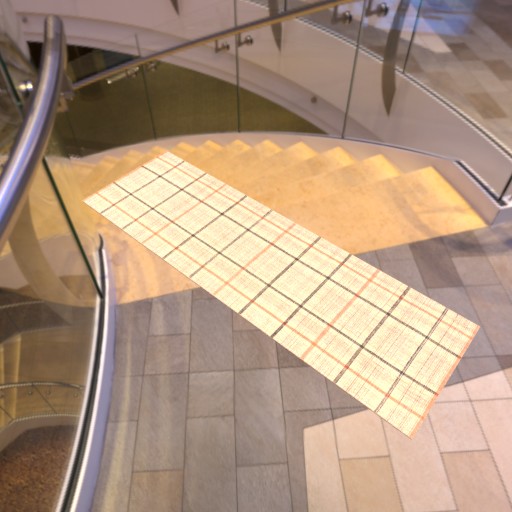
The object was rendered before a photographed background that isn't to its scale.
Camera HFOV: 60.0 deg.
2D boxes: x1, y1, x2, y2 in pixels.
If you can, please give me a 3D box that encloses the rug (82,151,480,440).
[{"bbox_3d":[0.000,0.000,2.660,2.439,0.008,0.762,32,55,26],"label":"rug"}]
